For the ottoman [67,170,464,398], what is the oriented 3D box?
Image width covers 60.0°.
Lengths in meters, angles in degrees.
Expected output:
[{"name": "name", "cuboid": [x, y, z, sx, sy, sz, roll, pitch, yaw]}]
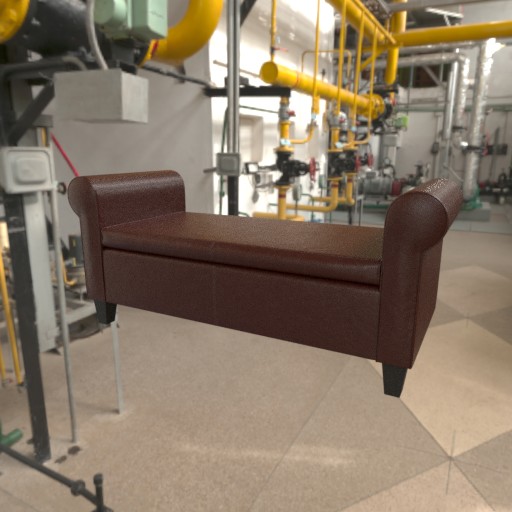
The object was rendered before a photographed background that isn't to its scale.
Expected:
[{"name": "ottoman", "cuboid": [0.000, 0.000, 1.555, 1.256, 0.547, 0.521, 7, 16, 27]}]
